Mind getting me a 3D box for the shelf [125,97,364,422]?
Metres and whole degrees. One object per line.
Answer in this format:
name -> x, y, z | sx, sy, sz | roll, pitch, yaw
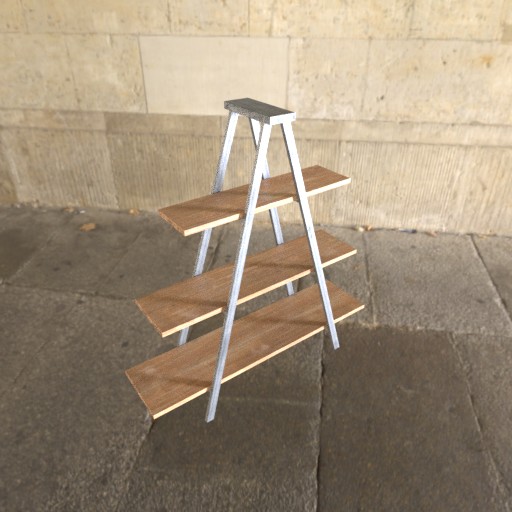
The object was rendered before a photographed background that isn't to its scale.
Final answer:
shelf -> 0.000, 0.000, 2.764 | 1.746, 1.808, 0.508 | -21, 37, -30
